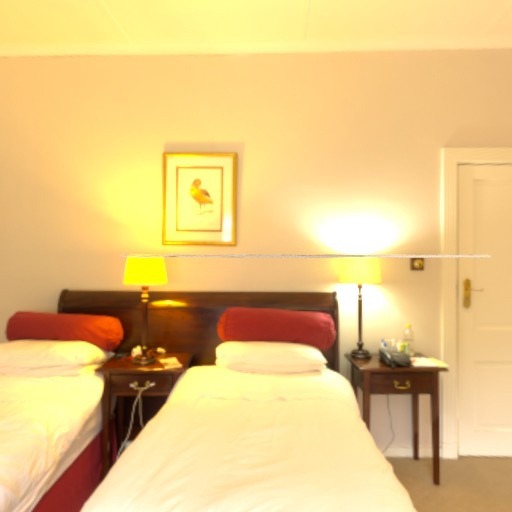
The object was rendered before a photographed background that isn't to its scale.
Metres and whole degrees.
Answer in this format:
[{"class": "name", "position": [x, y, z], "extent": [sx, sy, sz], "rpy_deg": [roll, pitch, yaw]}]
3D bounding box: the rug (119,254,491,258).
[{"class": "rug", "position": [0.000, 0.000, 2.670], "extent": [0.857, 0.018, 2.383], "rpy_deg": [0, 0, -36]}]
